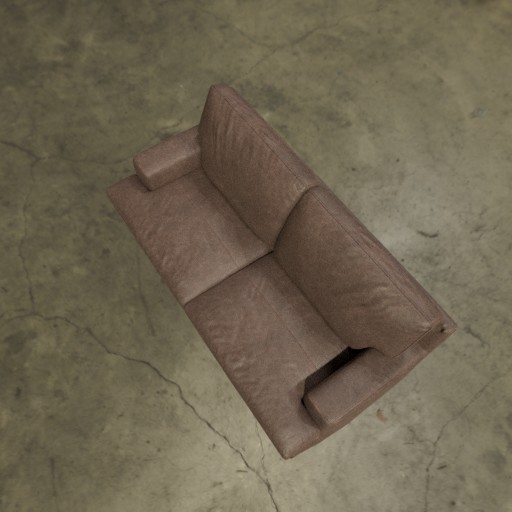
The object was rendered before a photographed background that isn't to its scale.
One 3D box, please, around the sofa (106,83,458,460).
[{"bbox_3d":[0.000,0.000,2.874,1.143,0.941,2.261,-32,68,-15],"label":"sofa"}]
